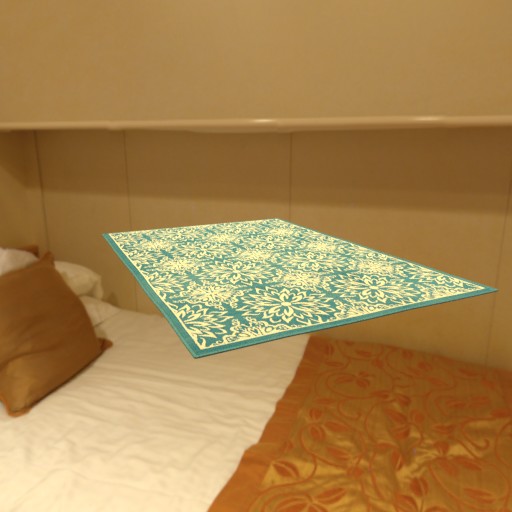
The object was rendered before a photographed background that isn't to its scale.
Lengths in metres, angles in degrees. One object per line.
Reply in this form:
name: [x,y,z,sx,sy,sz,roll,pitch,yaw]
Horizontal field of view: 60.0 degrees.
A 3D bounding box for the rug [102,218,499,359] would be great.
rug: [0.000,0.000,2.782,1.554,0.012,2.205,-7,17,-25]
